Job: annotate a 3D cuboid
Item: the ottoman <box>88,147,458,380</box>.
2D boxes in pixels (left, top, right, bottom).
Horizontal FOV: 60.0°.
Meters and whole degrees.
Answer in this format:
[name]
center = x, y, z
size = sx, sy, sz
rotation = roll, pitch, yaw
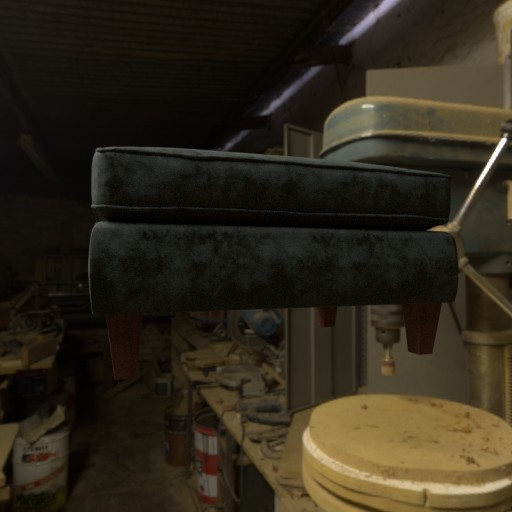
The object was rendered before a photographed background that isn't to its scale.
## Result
[ottoman]
center = 0.000, 0.000, 1.245
size = 0.864, 0.495, 0.632
rotation = 0, -1, -19
